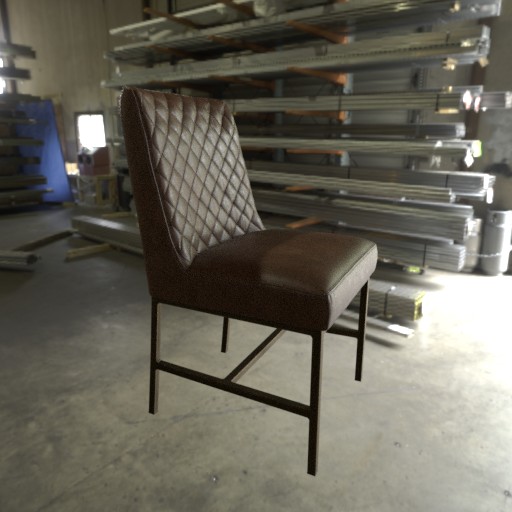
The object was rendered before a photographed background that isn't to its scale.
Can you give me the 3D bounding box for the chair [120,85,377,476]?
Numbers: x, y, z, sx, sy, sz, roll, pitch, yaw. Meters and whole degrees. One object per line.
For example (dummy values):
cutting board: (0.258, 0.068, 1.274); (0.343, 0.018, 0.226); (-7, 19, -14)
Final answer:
chair: (0.000, 0.000, 1.243); (0.587, 0.889, 0.508); (7, 17, 25)
